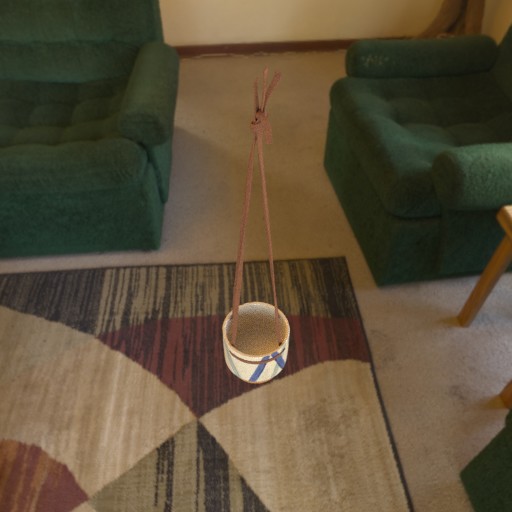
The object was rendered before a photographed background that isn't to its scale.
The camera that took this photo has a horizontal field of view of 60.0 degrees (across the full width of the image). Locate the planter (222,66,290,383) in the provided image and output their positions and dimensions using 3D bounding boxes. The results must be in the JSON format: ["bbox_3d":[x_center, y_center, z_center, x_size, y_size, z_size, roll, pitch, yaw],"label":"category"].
[{"bbox_3d":[0.000,0.000,0.830,0.153,0.753,0.157,-17,49,-15],"label":"planter"}]
